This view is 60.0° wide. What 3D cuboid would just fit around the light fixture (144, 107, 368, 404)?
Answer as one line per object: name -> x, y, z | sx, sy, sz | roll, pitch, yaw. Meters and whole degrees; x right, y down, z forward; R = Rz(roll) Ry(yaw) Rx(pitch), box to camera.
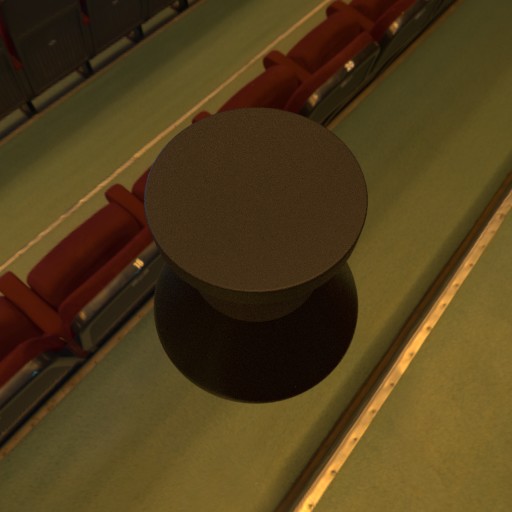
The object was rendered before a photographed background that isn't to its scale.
light fixture -> 0.000, 0.000, 0.357 | 0.200, 0.183, 0.200 | 0, 63, 0
